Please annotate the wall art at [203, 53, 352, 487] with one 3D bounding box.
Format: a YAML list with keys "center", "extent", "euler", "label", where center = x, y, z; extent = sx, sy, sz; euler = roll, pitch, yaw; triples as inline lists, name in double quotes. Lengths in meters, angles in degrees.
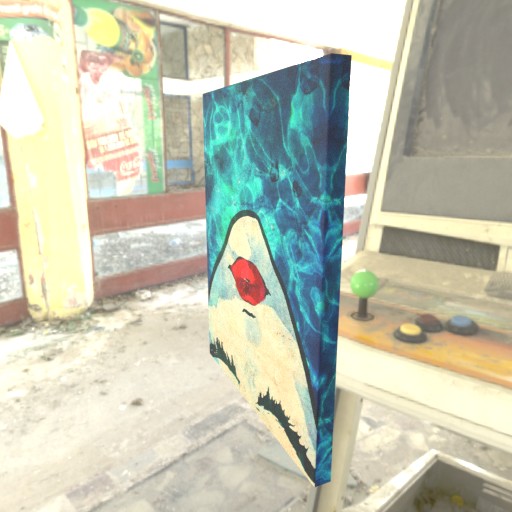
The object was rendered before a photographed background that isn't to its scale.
- center: [0.000, 0.000, 1.021]
  extent: [0.038, 0.760, 0.609]
  euler: [-6, 16, -24]
  label: "wall art"
